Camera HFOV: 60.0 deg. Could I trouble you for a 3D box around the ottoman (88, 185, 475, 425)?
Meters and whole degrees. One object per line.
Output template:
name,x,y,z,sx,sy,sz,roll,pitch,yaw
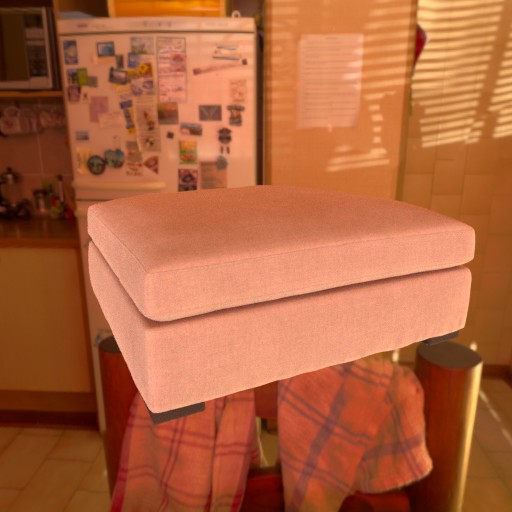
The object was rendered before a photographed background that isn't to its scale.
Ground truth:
ottoman,0.000,0.000,1.807,1.203,0.517,1.171,-8,17,-26
